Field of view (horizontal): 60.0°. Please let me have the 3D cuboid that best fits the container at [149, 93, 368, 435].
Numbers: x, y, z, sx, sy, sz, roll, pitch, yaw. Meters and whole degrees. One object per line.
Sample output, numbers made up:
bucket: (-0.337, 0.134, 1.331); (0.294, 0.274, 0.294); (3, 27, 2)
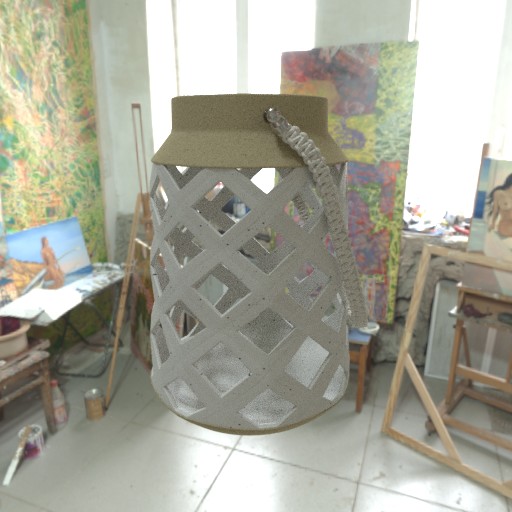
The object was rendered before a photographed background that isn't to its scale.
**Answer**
container: (0.000, 0.000, 0.342); (0.172, 0.229, 0.163); (-2, 17, -8)
